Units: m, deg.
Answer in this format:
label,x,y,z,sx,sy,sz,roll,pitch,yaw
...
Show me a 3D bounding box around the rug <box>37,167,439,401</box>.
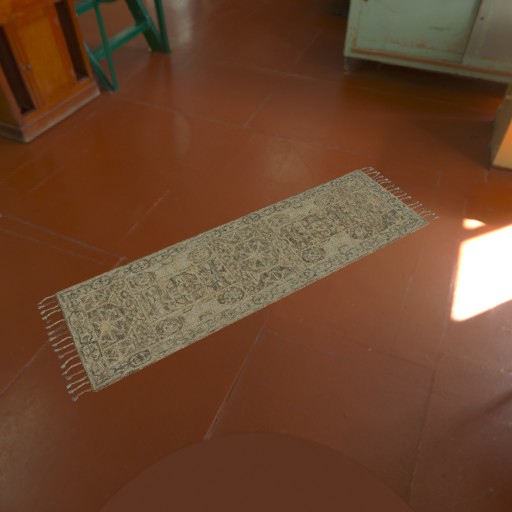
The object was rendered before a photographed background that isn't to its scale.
label,x,y,z,sx,sy,sz,roll,pitch,yaw
rug,0.000,0.000,2.939,2.664,0.011,0.762,-24,51,-21
